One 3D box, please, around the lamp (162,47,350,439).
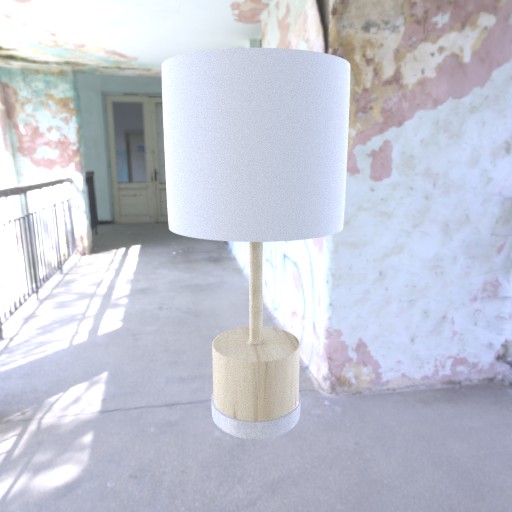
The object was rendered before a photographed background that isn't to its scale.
[{"bbox_3d":[0.000,0.000,0.596,0.229,0.470,0.229,-2,13,-9],"label":"lamp"}]
